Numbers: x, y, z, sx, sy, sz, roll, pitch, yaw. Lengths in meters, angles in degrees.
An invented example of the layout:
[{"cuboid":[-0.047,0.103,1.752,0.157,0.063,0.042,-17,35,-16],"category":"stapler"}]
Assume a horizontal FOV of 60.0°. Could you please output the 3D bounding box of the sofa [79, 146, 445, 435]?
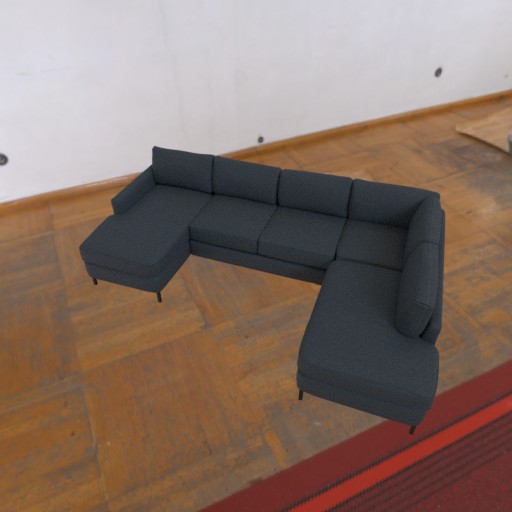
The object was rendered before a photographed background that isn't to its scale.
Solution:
[{"cuboid":[0.000,0.000,3.741,2.975,0.858,1.984,13,40,15],"category":"sofa"}]
